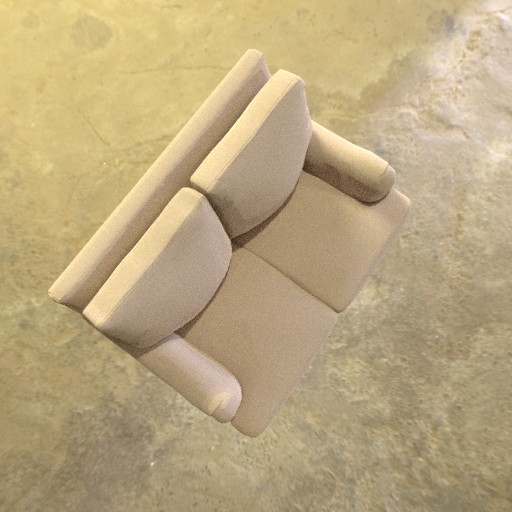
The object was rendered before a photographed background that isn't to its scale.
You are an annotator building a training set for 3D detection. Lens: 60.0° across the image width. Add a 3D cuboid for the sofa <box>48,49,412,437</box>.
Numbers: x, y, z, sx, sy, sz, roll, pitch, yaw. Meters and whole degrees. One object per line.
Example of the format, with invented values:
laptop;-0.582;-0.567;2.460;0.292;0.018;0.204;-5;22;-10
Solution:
sofa;0.000;0.000;2.298;1.087;1.048;1.508;35;79;8
